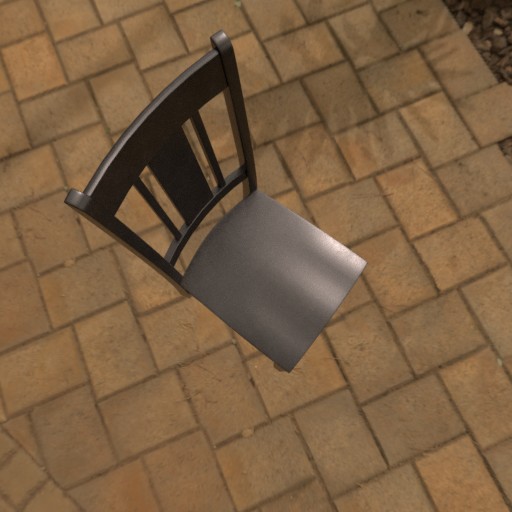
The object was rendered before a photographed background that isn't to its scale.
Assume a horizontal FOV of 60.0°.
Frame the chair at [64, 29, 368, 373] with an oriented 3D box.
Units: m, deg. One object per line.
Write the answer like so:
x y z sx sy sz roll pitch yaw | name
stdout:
0.000 0.000 1.266 0.555 0.998 0.450 36 79 8 | chair
